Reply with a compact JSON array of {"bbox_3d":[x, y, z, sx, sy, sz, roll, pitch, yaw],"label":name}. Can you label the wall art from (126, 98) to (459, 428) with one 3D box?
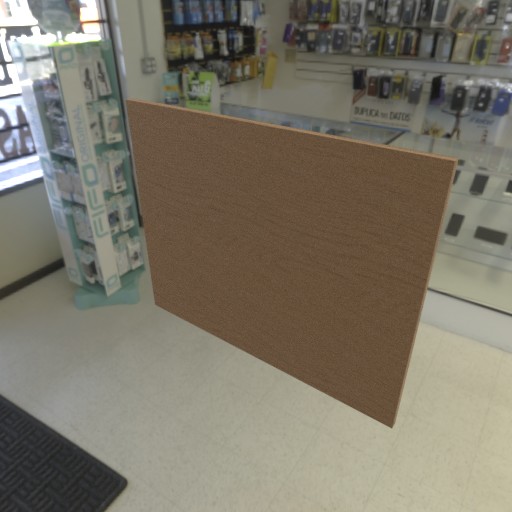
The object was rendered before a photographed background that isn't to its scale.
[{"bbox_3d":[0.000,0.000,0.683,0.508,0.406,0.013,21,36,31],"label":"wall art"}]
